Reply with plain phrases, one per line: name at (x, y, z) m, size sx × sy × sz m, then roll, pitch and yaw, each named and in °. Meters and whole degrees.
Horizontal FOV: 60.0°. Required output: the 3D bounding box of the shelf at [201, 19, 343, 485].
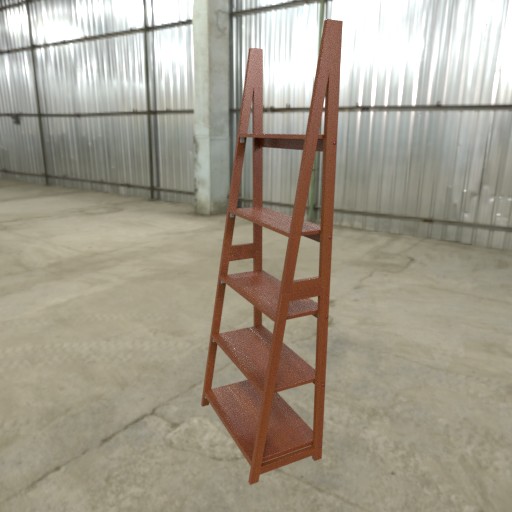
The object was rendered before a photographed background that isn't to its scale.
shelf at (0.000, 0.000, 1.947) m, size 0.356 × 1.780 × 0.630 m, roll -8°, pitch 18°, yaw -25°
